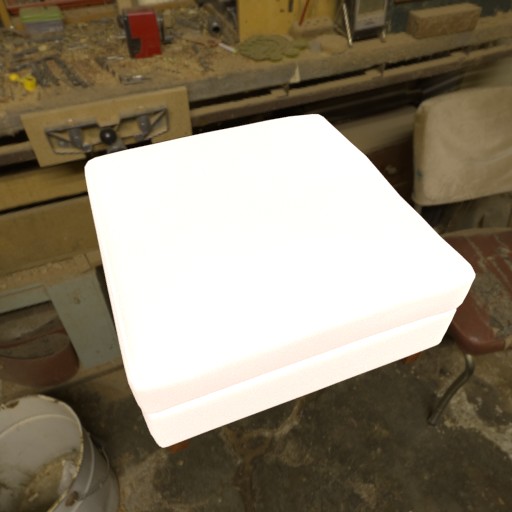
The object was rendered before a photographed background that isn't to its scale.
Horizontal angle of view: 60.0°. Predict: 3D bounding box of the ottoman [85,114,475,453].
[{"bbox_3d":[0.000,0.000,1.336,0.838,0.479,0.838,-16,48,-15],"label":"ottoman"}]
